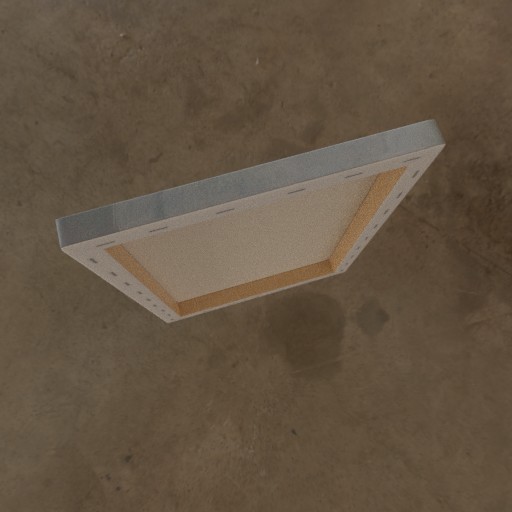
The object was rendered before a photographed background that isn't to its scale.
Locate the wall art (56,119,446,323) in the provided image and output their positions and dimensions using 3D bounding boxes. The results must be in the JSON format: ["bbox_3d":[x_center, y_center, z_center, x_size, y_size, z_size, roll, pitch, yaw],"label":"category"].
[{"bbox_3d":[0.000,0.000,0.796,0.455,0.613,0.037,-16,75,-4],"label":"wall art"}]
